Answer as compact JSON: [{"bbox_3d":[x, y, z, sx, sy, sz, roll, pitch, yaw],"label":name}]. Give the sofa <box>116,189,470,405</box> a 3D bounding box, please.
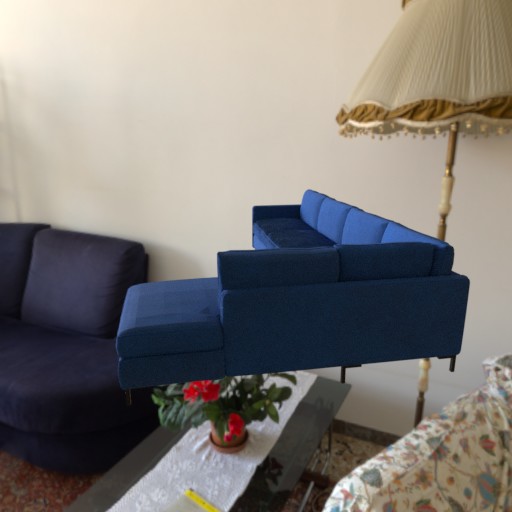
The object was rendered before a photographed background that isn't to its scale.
[{"bbox_3d":[0.000,0.000,3.214,1.707,0.687,2.486,-3,16,-10],"label":"sofa"}]
